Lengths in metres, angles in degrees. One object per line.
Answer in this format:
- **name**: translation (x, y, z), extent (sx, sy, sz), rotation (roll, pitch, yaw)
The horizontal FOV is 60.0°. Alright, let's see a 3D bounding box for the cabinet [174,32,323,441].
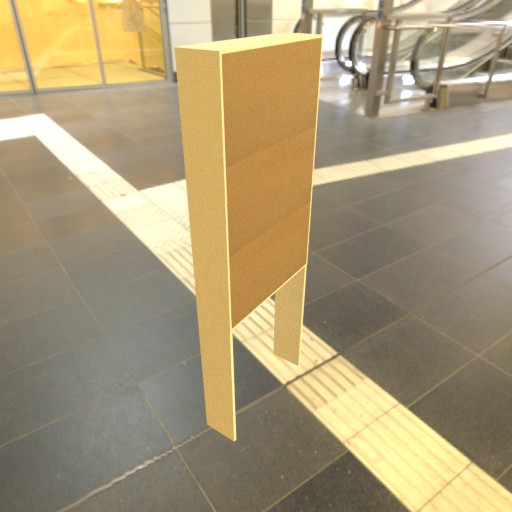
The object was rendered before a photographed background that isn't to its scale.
- **cabinet**: translation (0.000, 0.000, 2.012), extent (0.192, 1.770, 0.643), rotation (20, 36, 29)
